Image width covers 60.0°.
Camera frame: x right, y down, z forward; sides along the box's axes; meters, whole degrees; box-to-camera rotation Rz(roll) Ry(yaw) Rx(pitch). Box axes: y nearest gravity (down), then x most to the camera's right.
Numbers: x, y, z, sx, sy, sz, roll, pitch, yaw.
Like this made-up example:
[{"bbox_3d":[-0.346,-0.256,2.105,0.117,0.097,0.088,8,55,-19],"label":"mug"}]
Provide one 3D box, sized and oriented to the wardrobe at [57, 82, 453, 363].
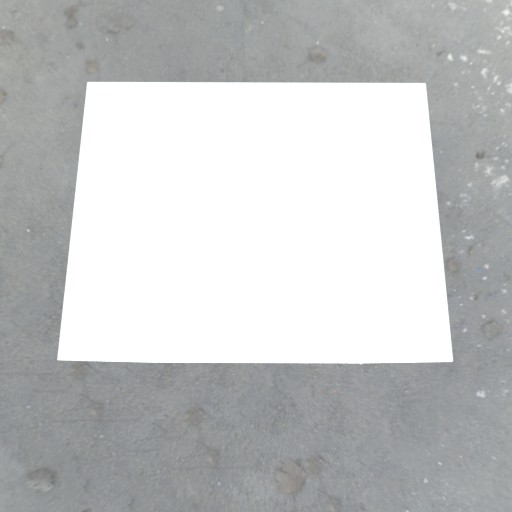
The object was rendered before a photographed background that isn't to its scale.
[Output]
[{"bbox_3d":[0.000,0.000,0.858,0.500,0.520,0.400,0,76,0],"label":"wardrobe"}]
